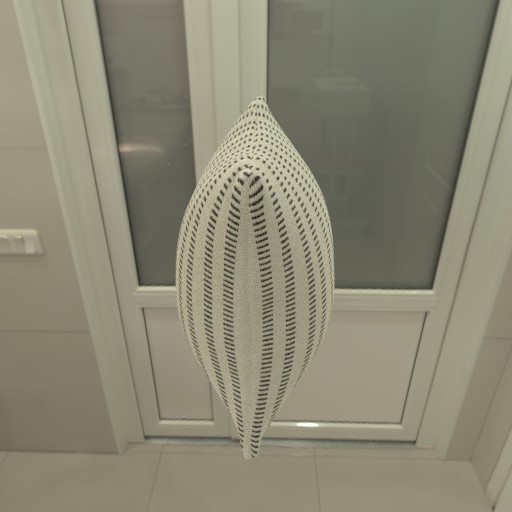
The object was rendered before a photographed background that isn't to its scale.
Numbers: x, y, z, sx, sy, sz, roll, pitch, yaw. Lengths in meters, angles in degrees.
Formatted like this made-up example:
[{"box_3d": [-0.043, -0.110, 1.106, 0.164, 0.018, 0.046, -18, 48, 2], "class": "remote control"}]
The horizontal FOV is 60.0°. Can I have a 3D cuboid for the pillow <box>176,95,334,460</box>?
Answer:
[{"box_3d": [0.000, 0.000, 0.706, 0.247, 0.419, 0.438, 1, 29, 1], "class": "pillow"}]
